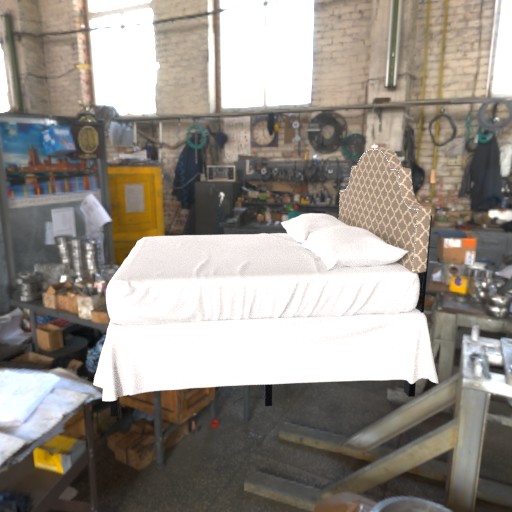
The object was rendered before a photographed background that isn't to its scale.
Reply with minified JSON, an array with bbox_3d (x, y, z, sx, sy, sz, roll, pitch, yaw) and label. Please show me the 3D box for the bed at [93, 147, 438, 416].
[{"bbox_3d":[0.000,0.000,3.420,2.222,1.633,1.780,-2,13,-7],"label":"bed"}]
